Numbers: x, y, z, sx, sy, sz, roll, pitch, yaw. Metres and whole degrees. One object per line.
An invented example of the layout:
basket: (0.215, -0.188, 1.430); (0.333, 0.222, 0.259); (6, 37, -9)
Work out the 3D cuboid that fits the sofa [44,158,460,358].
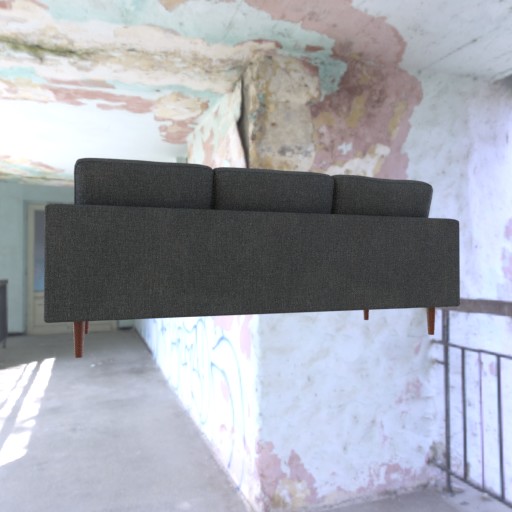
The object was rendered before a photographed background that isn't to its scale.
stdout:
sofa: (0.000, 0.000, 2.660); (2.246, 0.930, 0.903); (0, -1, -19)
